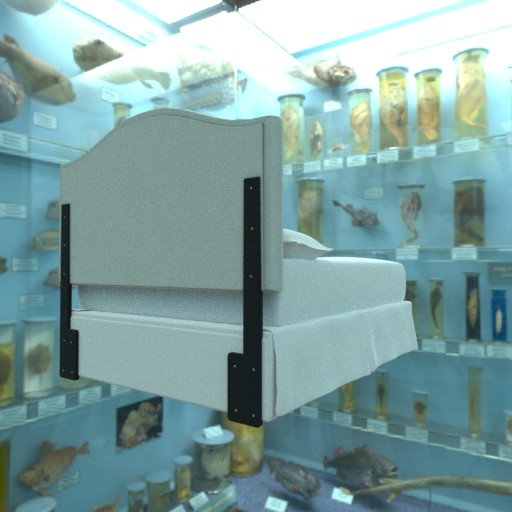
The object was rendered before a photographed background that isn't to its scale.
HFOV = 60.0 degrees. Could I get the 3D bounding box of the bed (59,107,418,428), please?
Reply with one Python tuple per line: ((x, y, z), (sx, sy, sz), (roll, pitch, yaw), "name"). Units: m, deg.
((0.000, 0.000, 3.349), (1.813, 1.607, 2.180), (-1, -2, 35), "bed")
